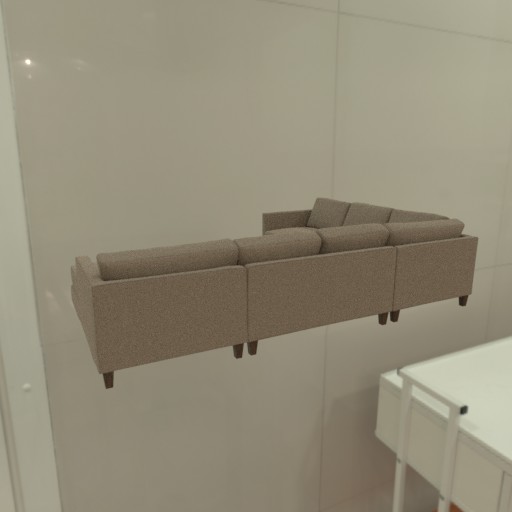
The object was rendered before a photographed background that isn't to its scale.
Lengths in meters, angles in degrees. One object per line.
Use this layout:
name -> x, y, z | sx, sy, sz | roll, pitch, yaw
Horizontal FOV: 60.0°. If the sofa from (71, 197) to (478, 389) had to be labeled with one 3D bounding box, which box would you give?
sofa -> 0.000, 0.000, 4.452 | 3.438, 0.865, 2.424 | -7, 15, -27
